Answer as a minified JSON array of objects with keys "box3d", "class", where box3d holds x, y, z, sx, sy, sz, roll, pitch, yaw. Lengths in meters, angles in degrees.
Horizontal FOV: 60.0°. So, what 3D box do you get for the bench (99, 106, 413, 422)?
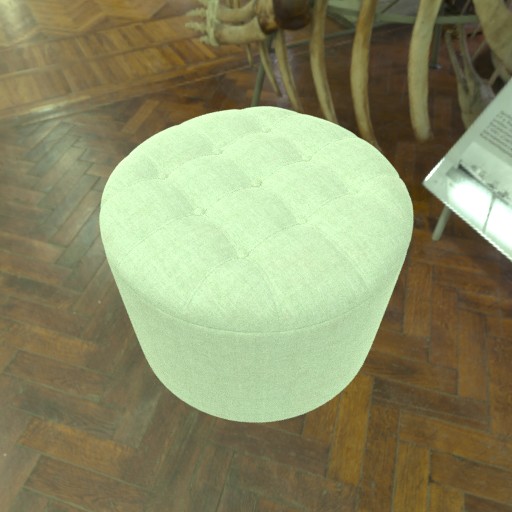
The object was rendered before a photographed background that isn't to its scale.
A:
[{"box3d":[0.000,0.000,0.994,0.600,0.453,0.600,0,49,0],"class":"bench"}]
